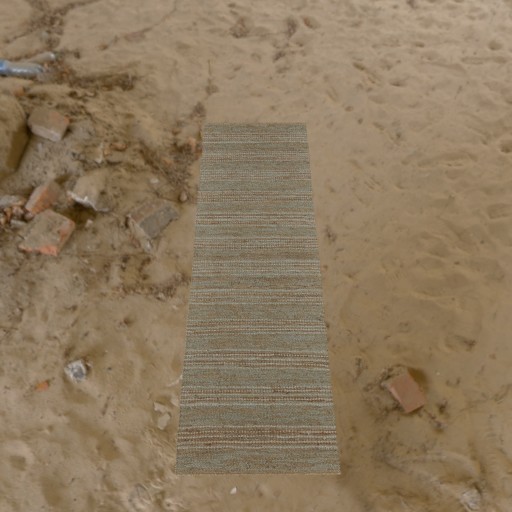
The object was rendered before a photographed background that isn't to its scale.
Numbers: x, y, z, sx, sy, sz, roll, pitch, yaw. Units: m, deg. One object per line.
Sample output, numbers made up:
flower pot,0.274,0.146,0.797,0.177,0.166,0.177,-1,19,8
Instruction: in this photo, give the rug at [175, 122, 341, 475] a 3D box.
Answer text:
rug,0.000,0.000,2.735,0.783,0.006,2.438,0,57,0
